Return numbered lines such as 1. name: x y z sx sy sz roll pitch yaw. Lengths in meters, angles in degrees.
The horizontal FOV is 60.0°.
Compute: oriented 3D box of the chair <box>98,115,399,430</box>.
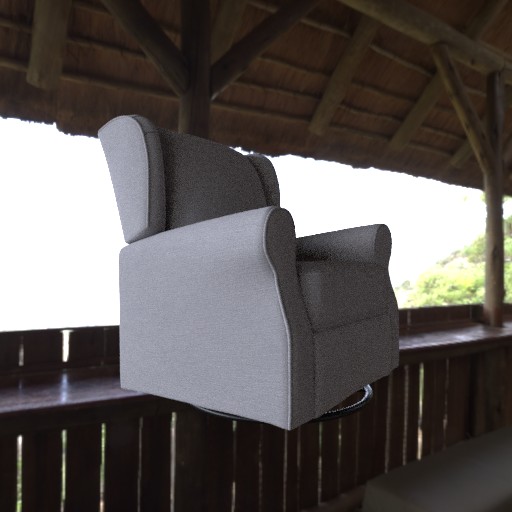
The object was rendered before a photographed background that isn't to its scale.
1. chair: 0.000 0.000 1.647 0.854 0.966 0.906 0 0 36
